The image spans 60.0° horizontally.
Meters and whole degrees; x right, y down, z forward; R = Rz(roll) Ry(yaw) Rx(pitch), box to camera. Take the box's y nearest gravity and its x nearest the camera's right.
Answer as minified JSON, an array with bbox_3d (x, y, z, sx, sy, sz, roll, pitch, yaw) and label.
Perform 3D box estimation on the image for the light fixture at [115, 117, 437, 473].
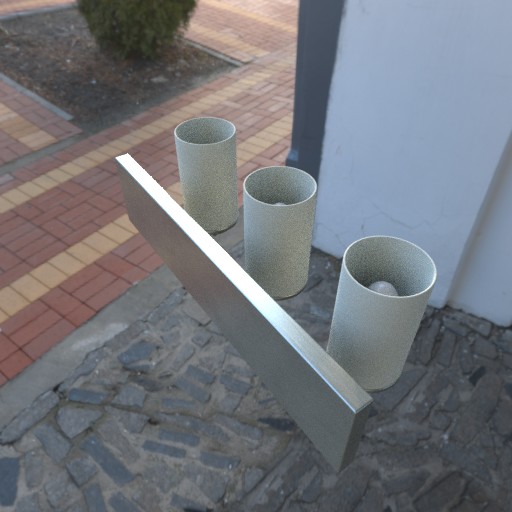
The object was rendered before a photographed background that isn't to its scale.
[{"bbox_3d":[0.000,0.000,0.520,0.145,0.172,0.451,-25,48,-26],"label":"light fixture"}]
